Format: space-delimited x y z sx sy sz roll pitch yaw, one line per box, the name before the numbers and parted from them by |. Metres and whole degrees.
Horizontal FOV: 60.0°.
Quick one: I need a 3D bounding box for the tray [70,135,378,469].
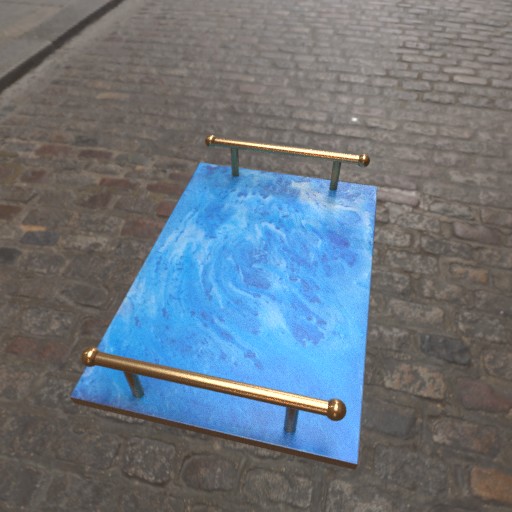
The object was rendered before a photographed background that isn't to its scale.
tray | 0.000 0.000 0.576 0.304 0.084 0.444 10 47 9
